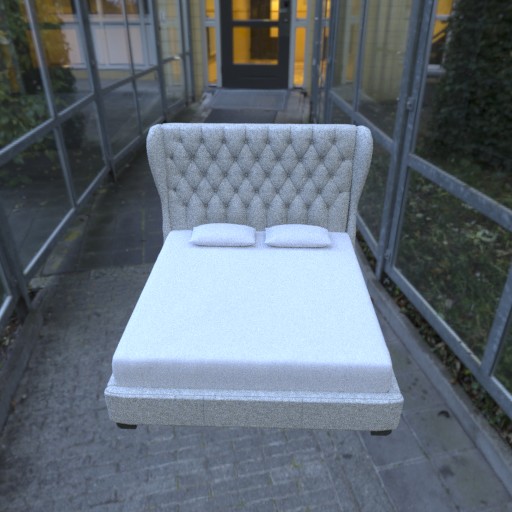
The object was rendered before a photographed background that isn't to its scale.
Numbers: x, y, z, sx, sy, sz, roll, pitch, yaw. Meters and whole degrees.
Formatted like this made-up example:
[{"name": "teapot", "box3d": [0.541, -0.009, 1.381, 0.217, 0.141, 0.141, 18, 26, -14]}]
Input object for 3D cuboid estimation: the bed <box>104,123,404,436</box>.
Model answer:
[{"name": "bed", "box3d": [0.000, 0.000, 3.888, 2.219, 1.771, 2.347, 1, 29, 2]}]
